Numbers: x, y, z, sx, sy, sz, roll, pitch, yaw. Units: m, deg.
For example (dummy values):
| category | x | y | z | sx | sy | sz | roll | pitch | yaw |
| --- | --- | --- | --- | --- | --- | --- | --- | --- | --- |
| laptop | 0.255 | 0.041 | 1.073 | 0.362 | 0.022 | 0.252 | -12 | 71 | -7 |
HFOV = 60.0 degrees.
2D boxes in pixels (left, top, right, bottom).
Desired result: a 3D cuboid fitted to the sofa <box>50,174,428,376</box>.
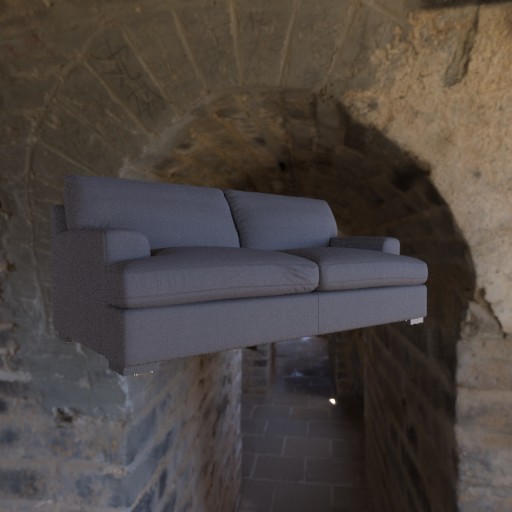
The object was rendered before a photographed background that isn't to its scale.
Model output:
| category | x | y | z | sx | sy | sz | roll | pitch | yaw |
| --- | --- | --- | --- | --- | --- | --- | --- | --- | --- |
| sofa | 0.000 | 0.000 | 2.843 | 2.271 | 0.950 | 1.140 | 0 | 1 | -38 |
